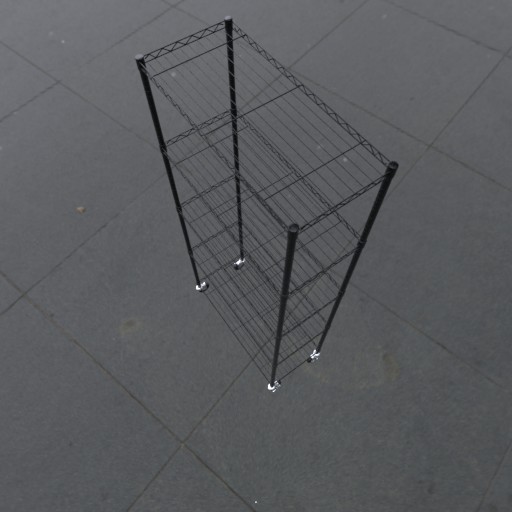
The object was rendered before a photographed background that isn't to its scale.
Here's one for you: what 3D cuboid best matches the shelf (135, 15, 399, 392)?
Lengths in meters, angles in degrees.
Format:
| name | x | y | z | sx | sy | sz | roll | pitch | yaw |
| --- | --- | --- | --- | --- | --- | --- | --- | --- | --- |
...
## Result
| name | x | y | z | sx | sy | sz | roll | pitch | yaw |
| --- | --- | --- | --- | --- | --- | --- | --- | --- | --- |
| shelf | 0.000 | 0.000 | 1.900 | 0.356 | 1.645 | 0.762 | -32 | 66 | -17 |
